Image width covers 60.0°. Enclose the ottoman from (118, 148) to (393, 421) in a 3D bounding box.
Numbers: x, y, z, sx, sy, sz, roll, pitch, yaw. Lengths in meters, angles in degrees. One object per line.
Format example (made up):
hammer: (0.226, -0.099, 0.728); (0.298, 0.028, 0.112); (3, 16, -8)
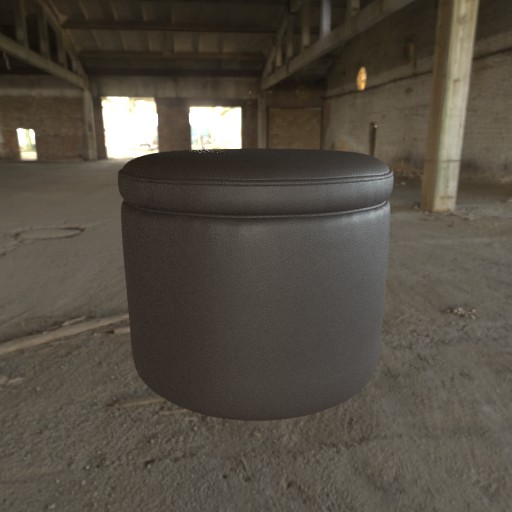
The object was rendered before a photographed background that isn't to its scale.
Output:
ottoman: (0.000, 0.000, 0.875); (0.500, 0.409, 0.500); (0, 15, 0)
